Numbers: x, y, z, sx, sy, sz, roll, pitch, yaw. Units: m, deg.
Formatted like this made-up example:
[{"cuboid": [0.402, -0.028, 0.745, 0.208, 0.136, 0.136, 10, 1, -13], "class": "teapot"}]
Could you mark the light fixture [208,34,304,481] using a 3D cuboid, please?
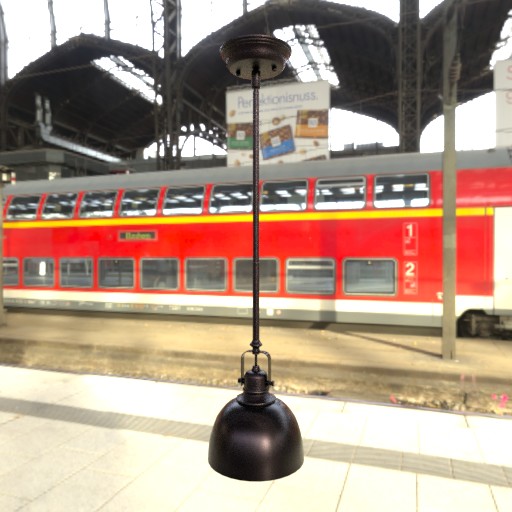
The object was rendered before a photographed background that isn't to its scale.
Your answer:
[{"cuboid": [0.000, 0.000, 0.838, 0.182, 0.768, 0.182, 0, 0, 18], "class": "light fixture"}]
